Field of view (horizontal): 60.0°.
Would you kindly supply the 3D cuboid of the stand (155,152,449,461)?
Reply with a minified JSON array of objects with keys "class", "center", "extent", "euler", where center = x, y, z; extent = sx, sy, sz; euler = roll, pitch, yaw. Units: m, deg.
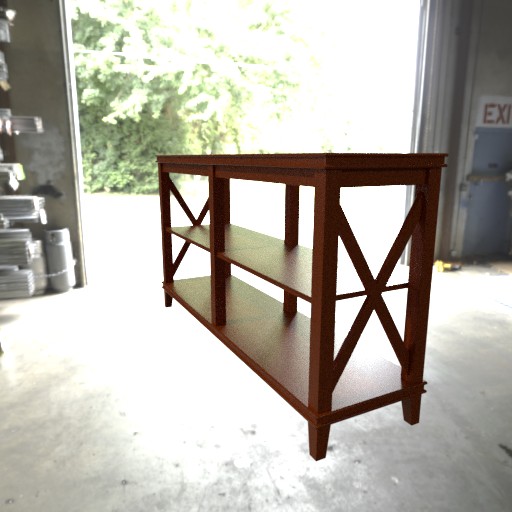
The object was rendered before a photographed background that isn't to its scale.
[{"class":"stand","center":[0.000,0.000,1.706],"extent":[0.381,0.762,1.372],"euler":[-6,14,-27]}]
